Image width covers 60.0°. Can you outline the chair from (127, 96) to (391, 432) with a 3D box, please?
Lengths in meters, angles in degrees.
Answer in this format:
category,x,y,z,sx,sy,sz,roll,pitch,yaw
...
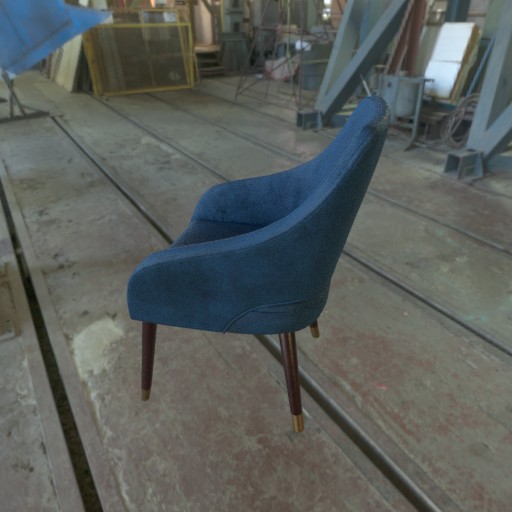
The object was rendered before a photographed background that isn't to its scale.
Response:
category,x,y,z,sx,sy,sz,roll,pitch,yaw
chair,0.000,0.000,1.606,0.794,1.081,0.683,7,30,12
